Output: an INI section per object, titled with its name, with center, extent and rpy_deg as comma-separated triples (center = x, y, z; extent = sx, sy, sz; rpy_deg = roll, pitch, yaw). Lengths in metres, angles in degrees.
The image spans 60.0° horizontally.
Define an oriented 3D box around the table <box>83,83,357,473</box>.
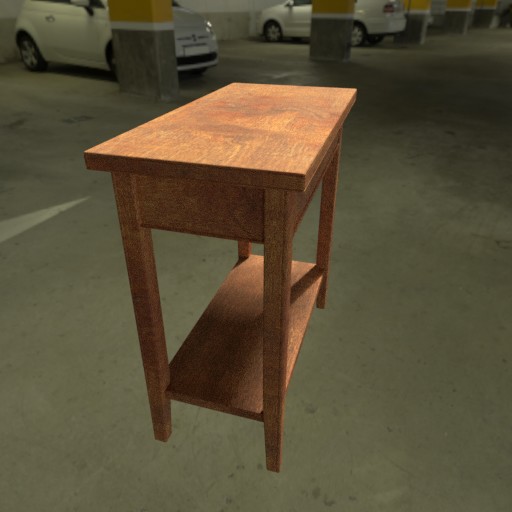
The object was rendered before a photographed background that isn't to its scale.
[table]
center = 0.000, 0.000, 0.964
extent = 0.305, 0.610, 0.610
rpy_deg = 9, 31, 15
